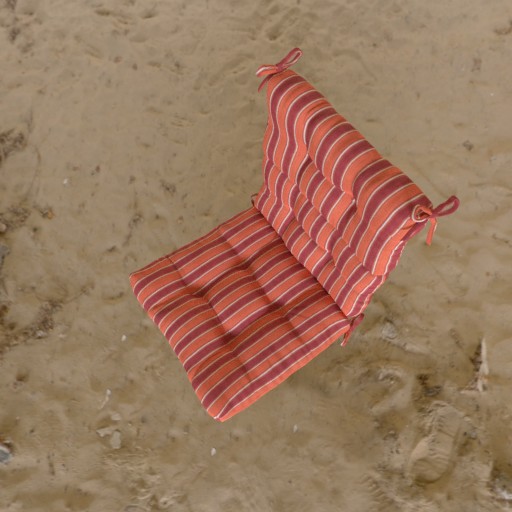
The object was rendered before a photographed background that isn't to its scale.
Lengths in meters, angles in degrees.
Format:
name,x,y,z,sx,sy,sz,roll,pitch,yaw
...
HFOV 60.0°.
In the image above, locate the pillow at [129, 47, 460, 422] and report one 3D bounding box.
name,x,y,z,sx,sy,sz,roll,pitch,yaw
pillow,0.000,0.000,1.052,0.571,0.605,0.519,-32,68,-15
